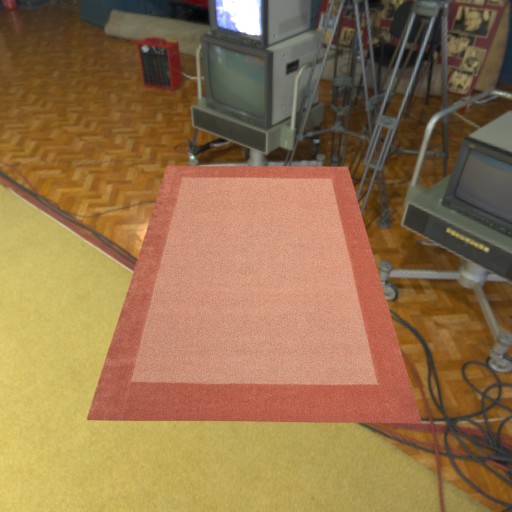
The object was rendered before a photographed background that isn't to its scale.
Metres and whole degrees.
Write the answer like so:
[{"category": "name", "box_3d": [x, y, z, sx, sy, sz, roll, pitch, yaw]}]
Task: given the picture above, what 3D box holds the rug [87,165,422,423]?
[{"category": "rug", "box_3d": [0.000, 0.000, 2.298, 1.219, 0.014, 1.829, 0, 41, 0]}]
